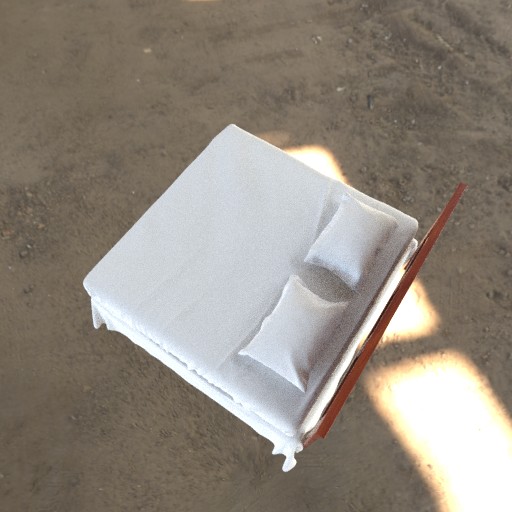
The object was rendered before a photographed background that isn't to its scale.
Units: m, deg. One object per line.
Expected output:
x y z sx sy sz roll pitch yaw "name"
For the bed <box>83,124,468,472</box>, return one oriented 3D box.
0.000 0.000 3.567 2.219 1.271 2.314 31 67 15 "bed"
